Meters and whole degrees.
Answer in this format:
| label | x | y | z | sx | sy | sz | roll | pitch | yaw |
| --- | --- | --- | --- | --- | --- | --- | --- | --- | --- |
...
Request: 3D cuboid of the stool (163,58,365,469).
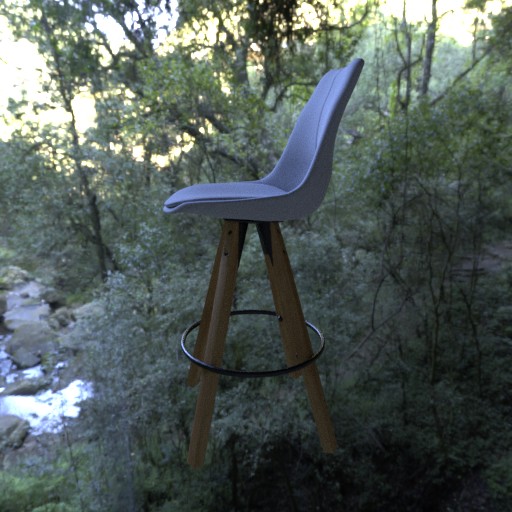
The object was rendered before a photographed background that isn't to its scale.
| label | x | y | z | sx | sy | sz | roll | pitch | yaw |
| --- | --- | --- | --- | --- | --- | --- | --- | --- | --- |
| stool | 0.000 | 0.000 | 1.375 | 0.550 | 1.115 | 0.484 | -2 | 15 | -9 |
